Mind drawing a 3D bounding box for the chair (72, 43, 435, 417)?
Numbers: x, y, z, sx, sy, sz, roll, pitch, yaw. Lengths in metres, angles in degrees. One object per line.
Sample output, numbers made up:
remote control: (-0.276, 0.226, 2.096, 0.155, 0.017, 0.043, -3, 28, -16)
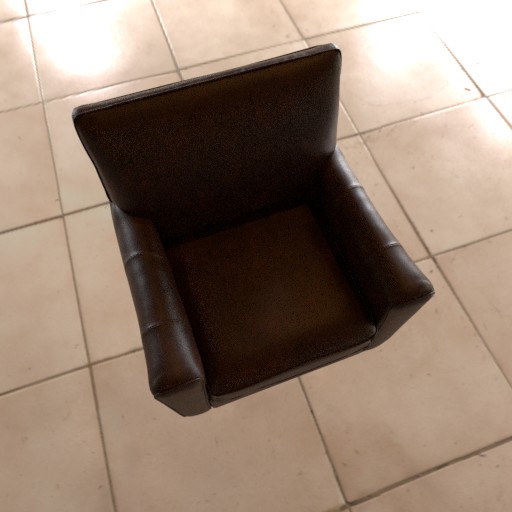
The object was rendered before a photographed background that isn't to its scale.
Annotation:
chair: (0.000, 0.000, 1.542, 0.870, 0.943, 0.823, -18, 64, -9)
